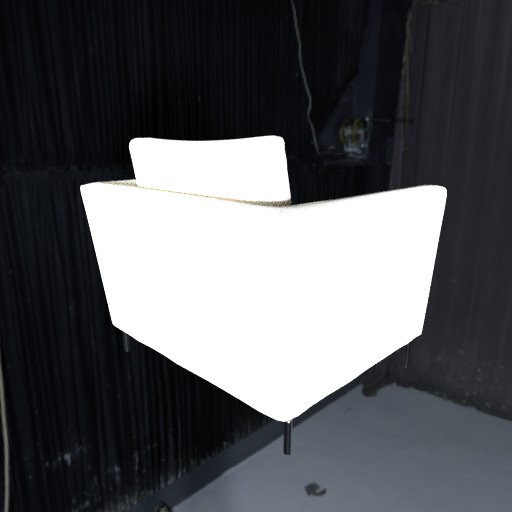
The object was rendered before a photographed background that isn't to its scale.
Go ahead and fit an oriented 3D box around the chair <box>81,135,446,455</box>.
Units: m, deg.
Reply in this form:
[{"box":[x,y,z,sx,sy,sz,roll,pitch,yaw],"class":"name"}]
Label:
[{"box":[0.000,0.000,1.664,0.889,0.865,1.041,-14,20,-43],"class":"chair"}]
